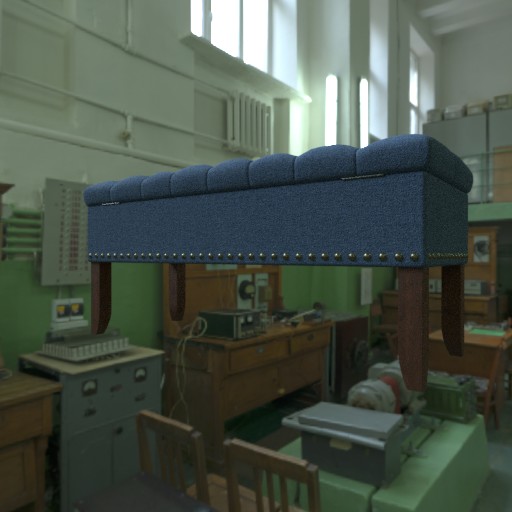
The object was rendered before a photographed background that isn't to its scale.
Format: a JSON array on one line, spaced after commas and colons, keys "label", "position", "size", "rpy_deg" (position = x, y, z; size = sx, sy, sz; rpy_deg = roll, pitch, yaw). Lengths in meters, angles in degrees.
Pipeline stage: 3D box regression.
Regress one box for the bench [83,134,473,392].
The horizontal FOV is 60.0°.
[{"label": "bench", "position": [0.000, 0.000, 1.250], "size": [1.052, 0.492, 0.417], "rpy_deg": [0, 0, 36]}]
